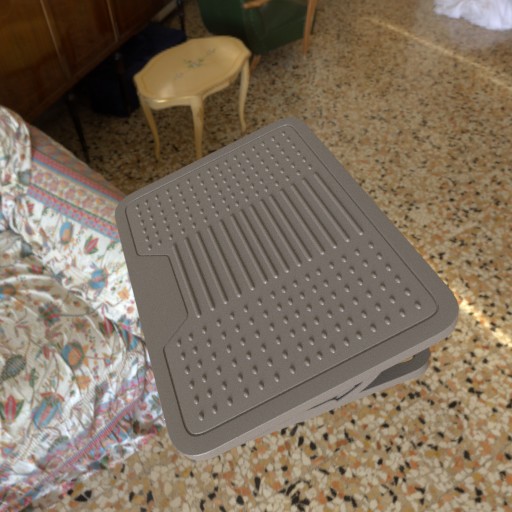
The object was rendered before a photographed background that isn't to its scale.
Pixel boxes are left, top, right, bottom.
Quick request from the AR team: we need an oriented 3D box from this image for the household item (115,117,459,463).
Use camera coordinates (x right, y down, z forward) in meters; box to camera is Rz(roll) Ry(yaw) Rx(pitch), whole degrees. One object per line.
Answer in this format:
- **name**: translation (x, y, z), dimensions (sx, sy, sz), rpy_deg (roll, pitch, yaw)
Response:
- **household item**: translation (0.000, 0.000, 0.536), dimensions (0.301, 0.126, 0.390), rpy_deg (-16, 49, -14)
